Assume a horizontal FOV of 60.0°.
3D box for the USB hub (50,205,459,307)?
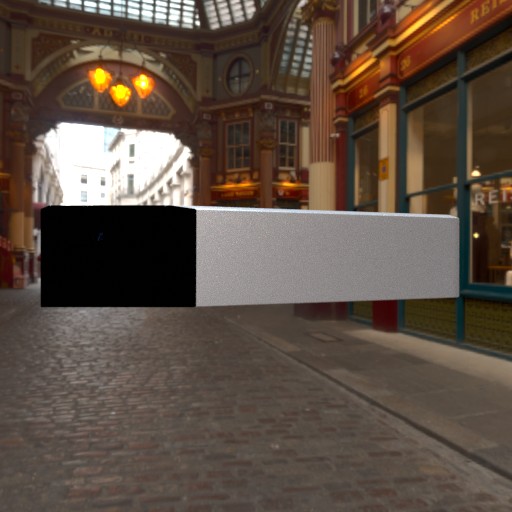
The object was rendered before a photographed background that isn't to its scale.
[{"bbox_3d":[0.000,0.000,0.128,0.110,0.023,0.044,0,0,-18],"label":"USB hub"}]
